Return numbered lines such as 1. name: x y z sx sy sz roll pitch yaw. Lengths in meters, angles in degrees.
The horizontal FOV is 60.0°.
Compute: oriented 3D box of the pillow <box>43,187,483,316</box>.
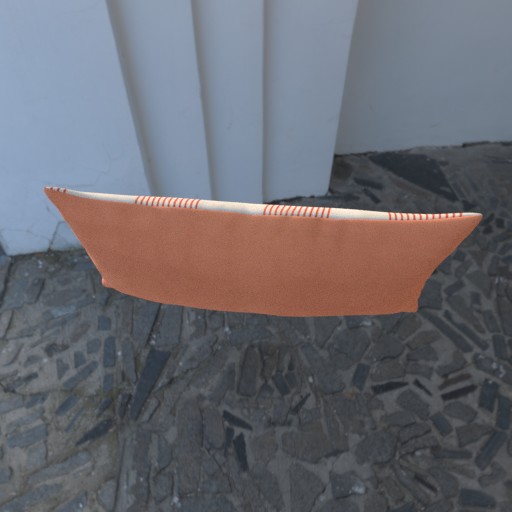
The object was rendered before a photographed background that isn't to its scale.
1. pillow: 0.000 0.000 0.733 0.608 0.292 0.156 4 48 4
